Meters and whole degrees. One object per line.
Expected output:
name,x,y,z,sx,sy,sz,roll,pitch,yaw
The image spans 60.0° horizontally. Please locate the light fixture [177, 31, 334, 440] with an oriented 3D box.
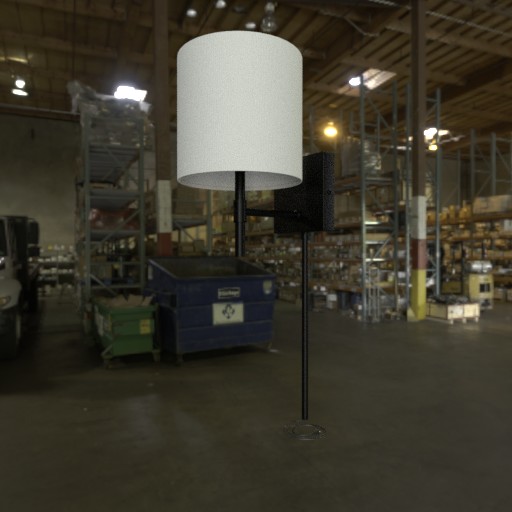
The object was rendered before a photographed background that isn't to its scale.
light fixture,0.000,0.000,0.692,0.248,0.589,0.188,0,0,-36
